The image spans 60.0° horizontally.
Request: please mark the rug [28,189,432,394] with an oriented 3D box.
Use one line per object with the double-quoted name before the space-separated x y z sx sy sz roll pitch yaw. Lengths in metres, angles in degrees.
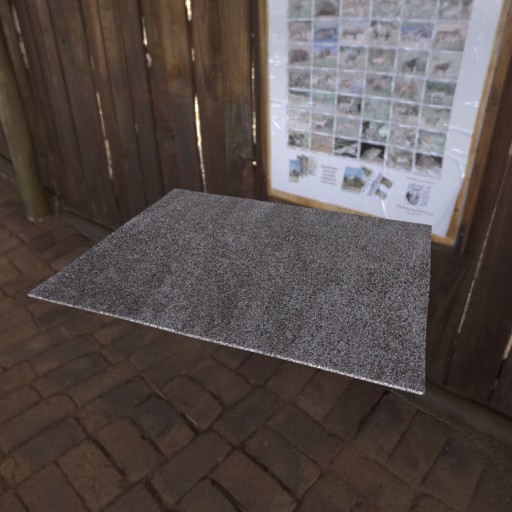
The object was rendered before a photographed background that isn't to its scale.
"rug" 0.000 0.000 4.049 3.000 0.025 2.401 10 32 17
